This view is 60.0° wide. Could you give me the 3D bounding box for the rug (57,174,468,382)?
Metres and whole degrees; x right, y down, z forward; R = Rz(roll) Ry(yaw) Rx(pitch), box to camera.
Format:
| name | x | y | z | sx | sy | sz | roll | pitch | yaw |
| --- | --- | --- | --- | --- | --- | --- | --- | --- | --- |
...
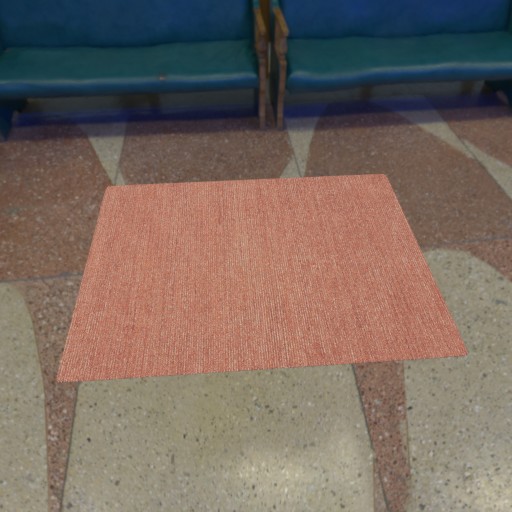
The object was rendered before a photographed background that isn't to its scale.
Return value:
| name | x | y | z | sx | sy | sz | roll | pitch | yaw |
| --- | --- | --- | --- | --- | --- | --- | --- | --- | --- |
| rug | 0.000 | 0.000 | 2.797 | 2.112 | 0.009 | 1.594 | -3 | 46 | -3 |
